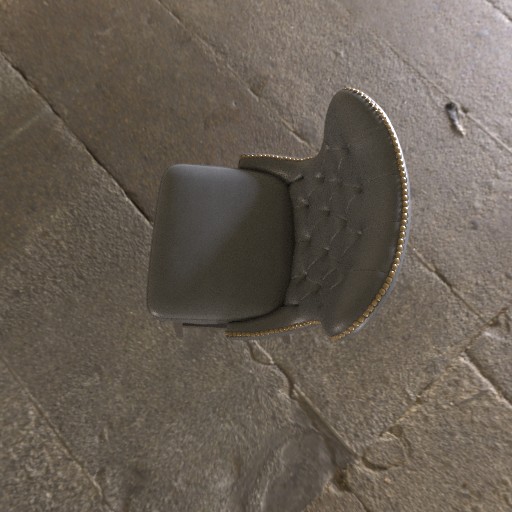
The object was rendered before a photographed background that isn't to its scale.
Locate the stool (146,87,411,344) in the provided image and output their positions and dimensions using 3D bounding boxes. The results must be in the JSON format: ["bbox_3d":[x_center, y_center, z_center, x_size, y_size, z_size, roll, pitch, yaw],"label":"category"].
[{"bbox_3d":[0.000,0.000,1.299,0.593,0.971,0.528,3,75,1],"label":"stool"}]
